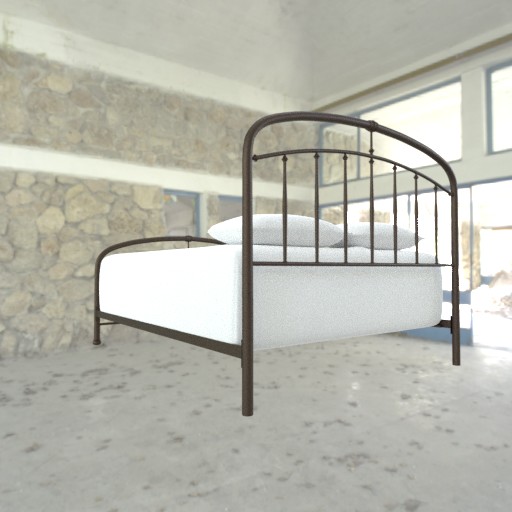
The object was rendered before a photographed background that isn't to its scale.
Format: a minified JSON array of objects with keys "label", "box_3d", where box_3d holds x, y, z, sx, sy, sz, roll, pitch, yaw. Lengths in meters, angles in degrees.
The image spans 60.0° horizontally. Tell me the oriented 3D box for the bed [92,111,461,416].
[{"label":"bed","box_3d":[0.000,0.000,3.242,1.711,1.425,2.180,1,-2,-36]}]
